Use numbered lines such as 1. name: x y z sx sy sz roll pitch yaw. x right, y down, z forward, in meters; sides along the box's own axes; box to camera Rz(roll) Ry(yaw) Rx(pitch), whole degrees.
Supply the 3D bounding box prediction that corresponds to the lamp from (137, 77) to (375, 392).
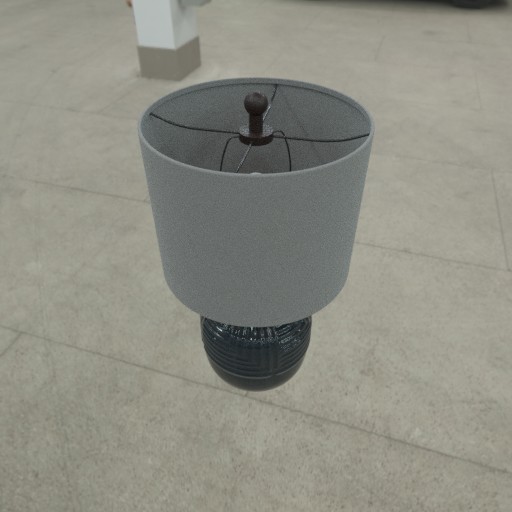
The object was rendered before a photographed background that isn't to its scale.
1. lamp: 0.000 0.000 0.765 0.318 0.567 0.318 0 40 0
